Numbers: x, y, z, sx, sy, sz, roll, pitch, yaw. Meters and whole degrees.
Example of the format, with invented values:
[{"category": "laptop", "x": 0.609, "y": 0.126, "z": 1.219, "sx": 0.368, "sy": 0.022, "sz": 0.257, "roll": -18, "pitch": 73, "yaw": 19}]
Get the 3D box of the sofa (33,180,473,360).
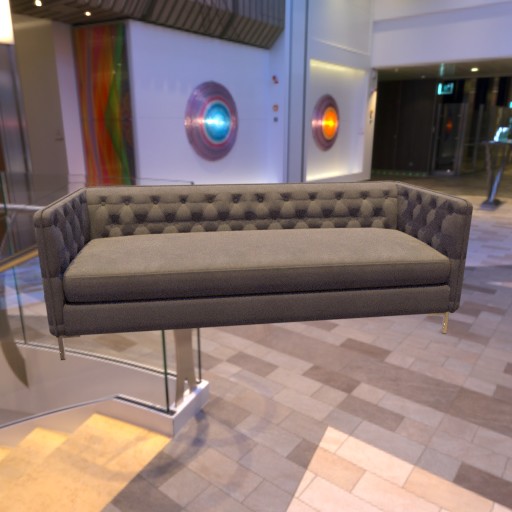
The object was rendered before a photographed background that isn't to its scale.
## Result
[{"category": "sofa", "x": 0.000, "y": 0.000, "z": 2.654, "sx": 2.209, "sy": 0.771, "sz": 0.895, "roll": -2, "pitch": 16, "yaw": -8}]
